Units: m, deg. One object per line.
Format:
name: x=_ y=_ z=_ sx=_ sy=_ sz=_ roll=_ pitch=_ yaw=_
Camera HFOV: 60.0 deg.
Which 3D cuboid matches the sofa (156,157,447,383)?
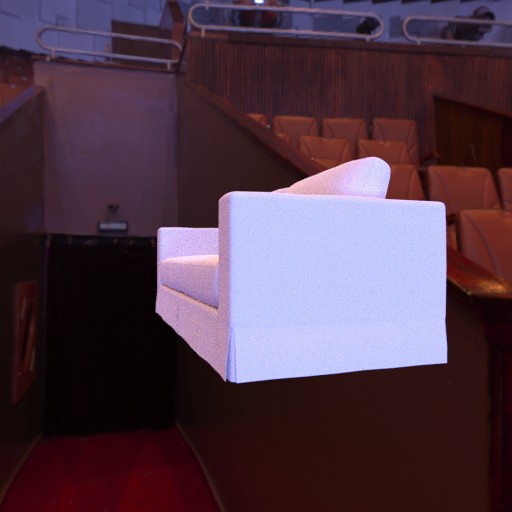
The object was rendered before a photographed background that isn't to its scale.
sofa: x=0.000 y=0.000 z=2.683 sx=0.954 sy=0.881 sz=2.163 roll=0 pitch=0 yaw=-19
